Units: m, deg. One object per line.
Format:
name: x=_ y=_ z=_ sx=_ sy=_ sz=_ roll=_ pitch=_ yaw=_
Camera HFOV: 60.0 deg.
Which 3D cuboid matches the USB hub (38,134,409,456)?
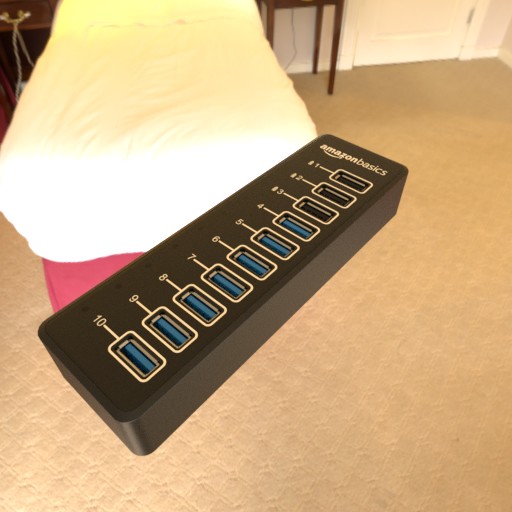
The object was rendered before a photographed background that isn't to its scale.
USB hub: x=0.000 y=0.000 z=0.162 sx=0.044 sy=0.023 sz=0.145 roll=32 pitch=54 yaw=27
